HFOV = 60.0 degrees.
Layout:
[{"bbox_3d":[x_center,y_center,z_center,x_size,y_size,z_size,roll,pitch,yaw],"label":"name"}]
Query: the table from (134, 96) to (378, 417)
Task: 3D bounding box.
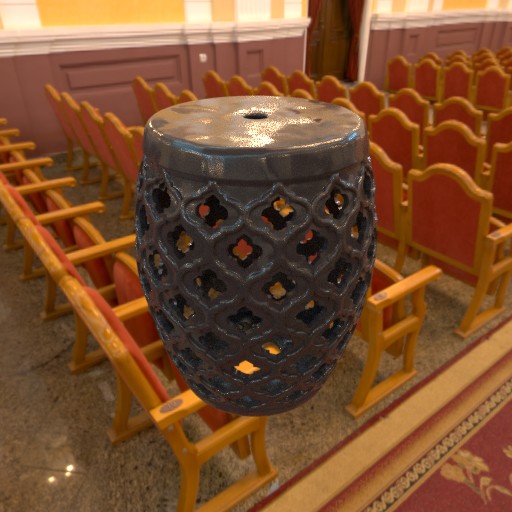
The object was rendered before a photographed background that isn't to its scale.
[{"bbox_3d":[0.000,0.000,0.628,0.325,0.388,0.325,0,31,0],"label":"table"}]
